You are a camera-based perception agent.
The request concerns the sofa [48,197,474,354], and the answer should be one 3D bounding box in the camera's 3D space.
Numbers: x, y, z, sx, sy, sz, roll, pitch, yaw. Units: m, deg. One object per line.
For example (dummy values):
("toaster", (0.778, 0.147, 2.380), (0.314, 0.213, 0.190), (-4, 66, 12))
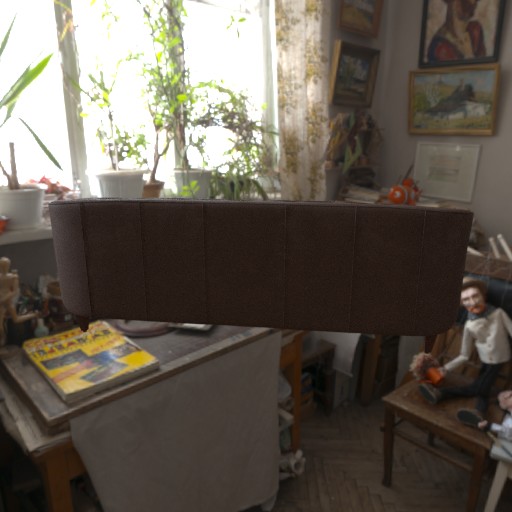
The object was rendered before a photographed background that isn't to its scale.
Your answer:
("sofa", (0.000, 0.000, 2.648), (2.227, 0.787, 0.927), (2, 16, 7))
